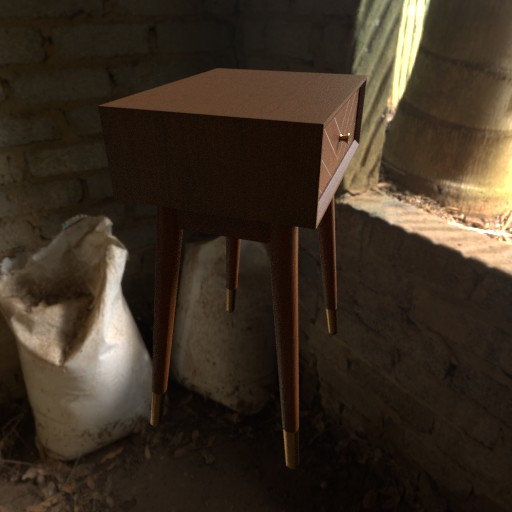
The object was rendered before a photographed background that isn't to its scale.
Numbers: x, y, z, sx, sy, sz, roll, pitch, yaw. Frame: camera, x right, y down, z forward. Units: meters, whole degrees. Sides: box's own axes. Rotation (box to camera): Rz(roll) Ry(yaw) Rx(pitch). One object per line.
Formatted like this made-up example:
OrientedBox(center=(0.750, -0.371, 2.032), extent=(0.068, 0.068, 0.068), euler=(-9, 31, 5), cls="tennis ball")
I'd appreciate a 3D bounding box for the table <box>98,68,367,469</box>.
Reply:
OrientedBox(center=(0.000, 0.000, 0.834), extent=(0.300, 0.599, 0.406), euler=(10, 31, 17), cls="table")
